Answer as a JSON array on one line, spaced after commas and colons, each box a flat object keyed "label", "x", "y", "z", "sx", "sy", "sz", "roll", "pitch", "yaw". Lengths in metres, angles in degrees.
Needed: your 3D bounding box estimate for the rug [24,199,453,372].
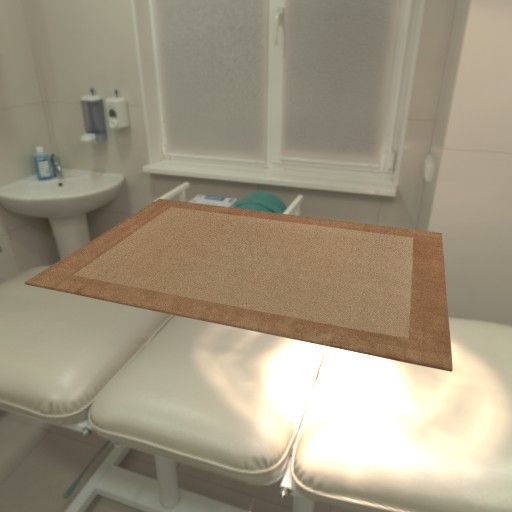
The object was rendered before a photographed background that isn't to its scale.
[{"label": "rug", "x": 0.000, "y": 0.000, "z": 2.282, "sx": 1.829, "sy": 0.014, "sz": 1.219, "roll": 9, "pitch": 28, "yaw": 17}]
